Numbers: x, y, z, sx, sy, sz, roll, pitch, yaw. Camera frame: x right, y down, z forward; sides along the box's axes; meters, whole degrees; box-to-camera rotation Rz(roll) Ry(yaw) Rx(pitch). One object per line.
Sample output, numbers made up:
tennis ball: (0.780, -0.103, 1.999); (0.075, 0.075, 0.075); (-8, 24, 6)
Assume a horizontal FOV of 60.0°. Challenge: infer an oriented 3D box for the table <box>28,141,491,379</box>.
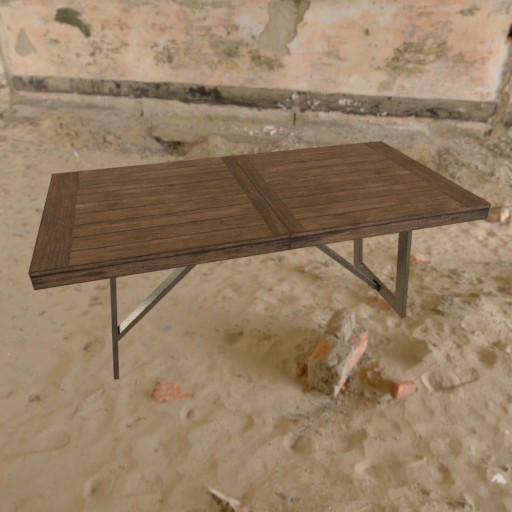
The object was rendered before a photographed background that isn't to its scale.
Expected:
table: (0.000, 0.000, 2.286); (1.867, 0.757, 0.931); (-9, 33, -14)
